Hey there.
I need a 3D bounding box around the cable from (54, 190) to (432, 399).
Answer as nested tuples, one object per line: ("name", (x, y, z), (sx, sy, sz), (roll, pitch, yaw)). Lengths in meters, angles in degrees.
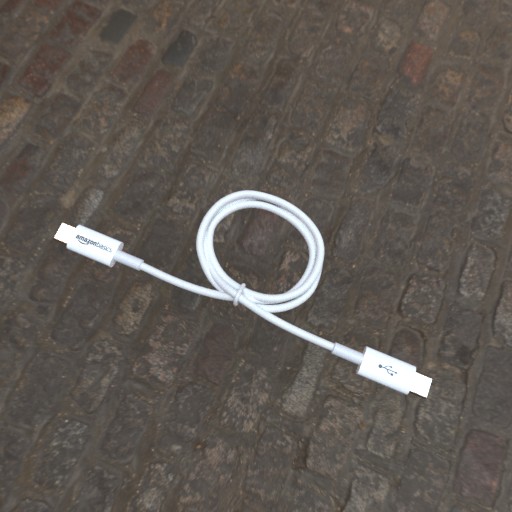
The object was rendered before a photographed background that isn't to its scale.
("cable", (0.000, 0.000, 0.227), (0.203, 0.014, 0.070), (22, 76, 6))
